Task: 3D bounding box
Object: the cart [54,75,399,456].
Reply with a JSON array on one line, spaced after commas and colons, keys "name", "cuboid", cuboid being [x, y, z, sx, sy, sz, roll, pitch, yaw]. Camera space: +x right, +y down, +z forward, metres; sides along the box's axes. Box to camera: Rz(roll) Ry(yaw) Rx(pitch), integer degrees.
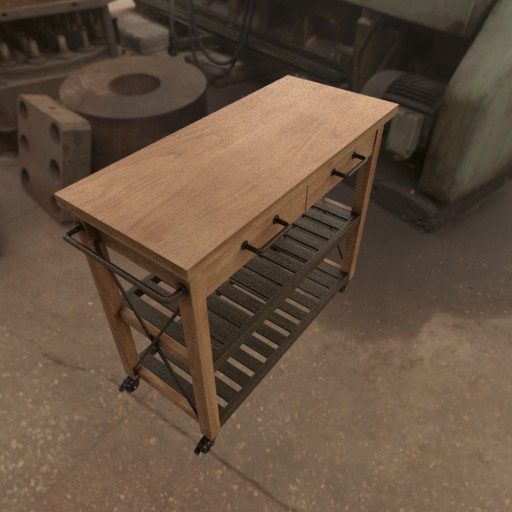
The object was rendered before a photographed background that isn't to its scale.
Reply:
[{"name": "cart", "cuboid": [0.000, 0.000, 0.996, 0.298, 0.554, 0.686, 27, 48, 27]}]
